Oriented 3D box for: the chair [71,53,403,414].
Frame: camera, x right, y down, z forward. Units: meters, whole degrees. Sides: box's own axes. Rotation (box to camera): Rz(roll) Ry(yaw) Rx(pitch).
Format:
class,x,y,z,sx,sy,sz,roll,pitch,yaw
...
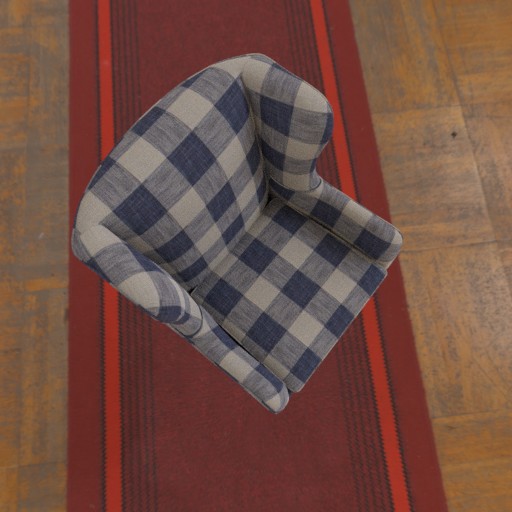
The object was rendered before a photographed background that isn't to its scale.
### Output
class,x,y,z,sx,sy,sz,roll,pitch,yaw
chair,0.000,0.000,1.704,0.889,1.041,0.830,38,78,10
